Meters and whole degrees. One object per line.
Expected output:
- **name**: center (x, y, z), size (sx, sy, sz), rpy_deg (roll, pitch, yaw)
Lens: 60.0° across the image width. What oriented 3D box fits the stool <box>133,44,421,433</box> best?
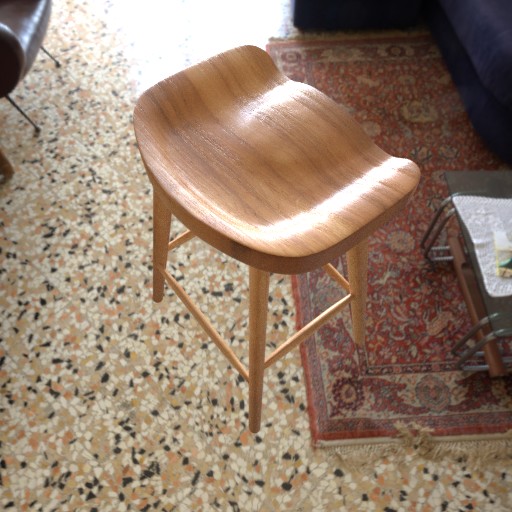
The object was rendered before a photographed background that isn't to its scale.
- **stool**: center (0.000, 0.000, 0.884), size (0.361, 0.615, 0.440), rpy_deg (-34, 64, -19)
